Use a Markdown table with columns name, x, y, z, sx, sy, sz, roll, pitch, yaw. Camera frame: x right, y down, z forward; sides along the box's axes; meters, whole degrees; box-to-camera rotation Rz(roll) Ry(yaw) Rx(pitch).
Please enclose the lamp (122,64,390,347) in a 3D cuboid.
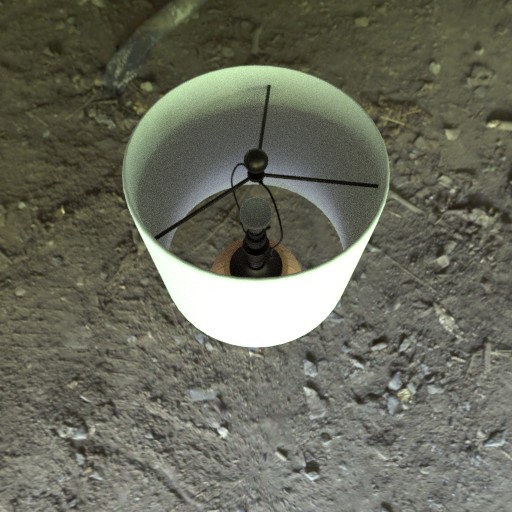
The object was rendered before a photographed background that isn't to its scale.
| name | x | y | z | sx | sy | sz | roll | pitch | yaw |
| --- | --- | --- | --- | --- | --- | --- | --- | --- | --- |
| lamp | 0.000 | 0.000 | 0.791 | 0.329 | 0.570 | 0.329 | 0 | 64 | 0 |
